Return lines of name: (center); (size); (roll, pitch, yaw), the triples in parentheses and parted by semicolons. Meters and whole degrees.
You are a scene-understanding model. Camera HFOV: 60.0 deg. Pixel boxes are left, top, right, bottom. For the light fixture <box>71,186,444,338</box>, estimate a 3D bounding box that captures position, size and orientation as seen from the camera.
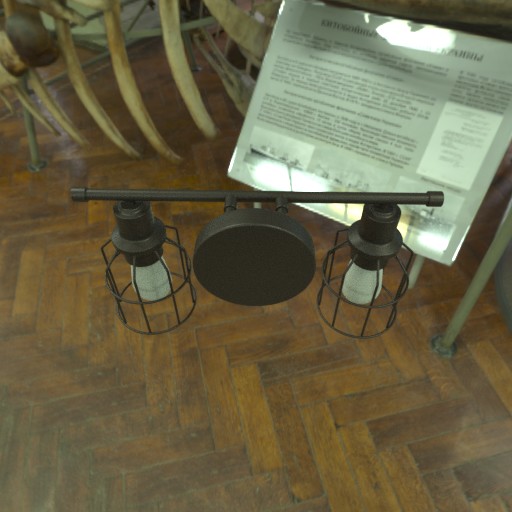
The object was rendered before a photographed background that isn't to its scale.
light fixture: (0.000, 0.000, 0.522); (0.406, 0.254, 0.165); (1, 47, 1)
